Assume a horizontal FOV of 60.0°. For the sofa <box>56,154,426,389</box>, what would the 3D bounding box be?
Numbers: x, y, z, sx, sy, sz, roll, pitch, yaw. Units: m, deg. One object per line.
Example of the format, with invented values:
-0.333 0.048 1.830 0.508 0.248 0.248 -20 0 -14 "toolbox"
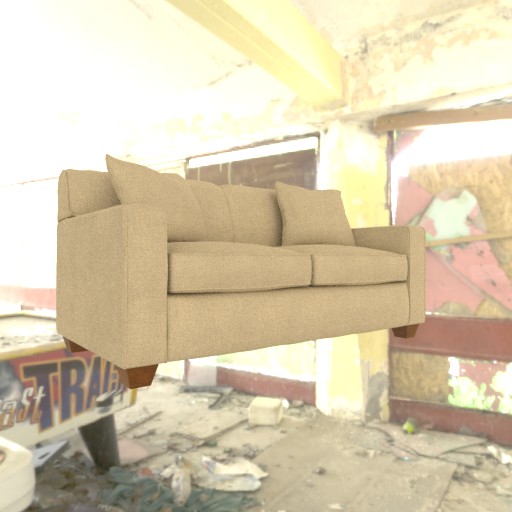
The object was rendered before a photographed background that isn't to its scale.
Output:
0.000 0.000 2.434 1.846 0.958 0.998 0 0 -37 "sofa"
